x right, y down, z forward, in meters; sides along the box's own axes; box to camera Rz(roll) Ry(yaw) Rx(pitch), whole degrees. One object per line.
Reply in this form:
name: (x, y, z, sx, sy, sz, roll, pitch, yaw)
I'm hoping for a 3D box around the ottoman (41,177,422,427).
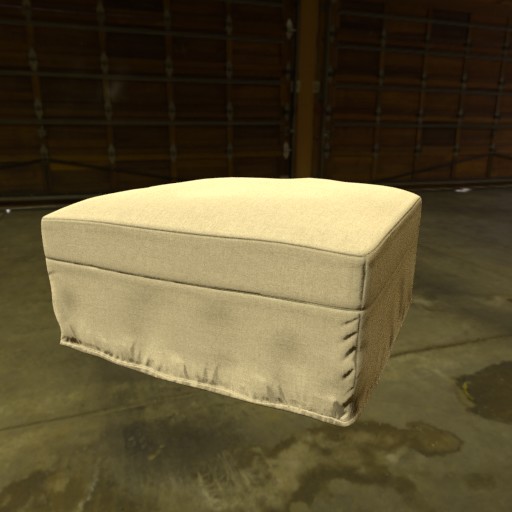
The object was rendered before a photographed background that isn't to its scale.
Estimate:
ottoman: (0.000, 0.000, 1.329, 0.843, 0.436, 0.840, 7, 17, 25)
